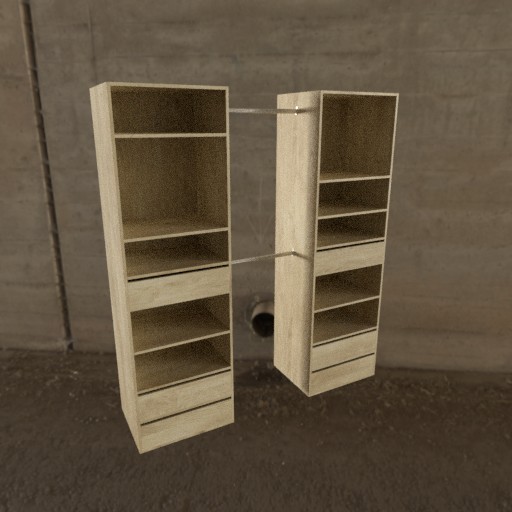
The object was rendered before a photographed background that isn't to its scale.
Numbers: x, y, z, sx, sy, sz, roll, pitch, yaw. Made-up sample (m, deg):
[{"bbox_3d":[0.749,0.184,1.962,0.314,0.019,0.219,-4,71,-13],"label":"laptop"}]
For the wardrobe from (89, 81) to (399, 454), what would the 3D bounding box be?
[{"bbox_3d":[0.000,0.000,2.864,1.770,2.000,0.480,-9,19,-27],"label":"wardrobe"}]
